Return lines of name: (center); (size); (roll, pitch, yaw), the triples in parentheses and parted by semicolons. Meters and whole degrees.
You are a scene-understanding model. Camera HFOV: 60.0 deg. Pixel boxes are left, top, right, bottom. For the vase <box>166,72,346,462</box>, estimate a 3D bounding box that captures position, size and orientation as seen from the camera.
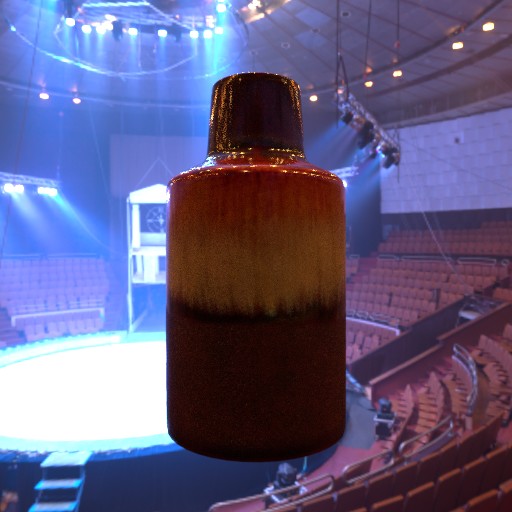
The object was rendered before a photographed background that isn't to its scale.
vase: (0.000, 0.000, 0.270); (0.108, 0.204, 0.108); (0, 0, 0)
